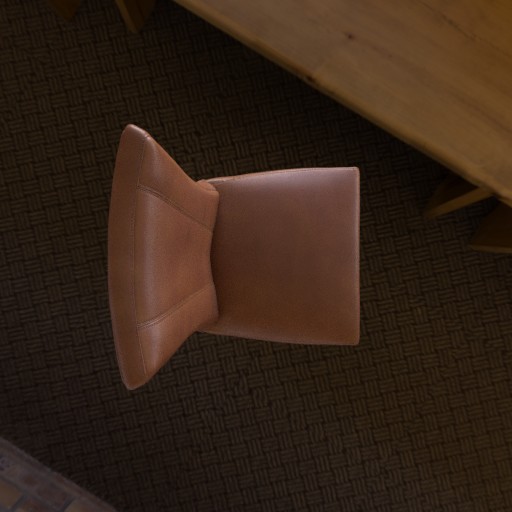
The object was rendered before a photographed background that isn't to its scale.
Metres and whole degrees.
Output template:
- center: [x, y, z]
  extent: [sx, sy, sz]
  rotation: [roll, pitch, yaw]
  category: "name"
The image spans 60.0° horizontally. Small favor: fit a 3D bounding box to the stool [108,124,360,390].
- center: [0.000, 0.000, 1.377]
  extent: [0.585, 1.094, 0.522]
  rotation: [0, 90, 0]
  category: "stool"
